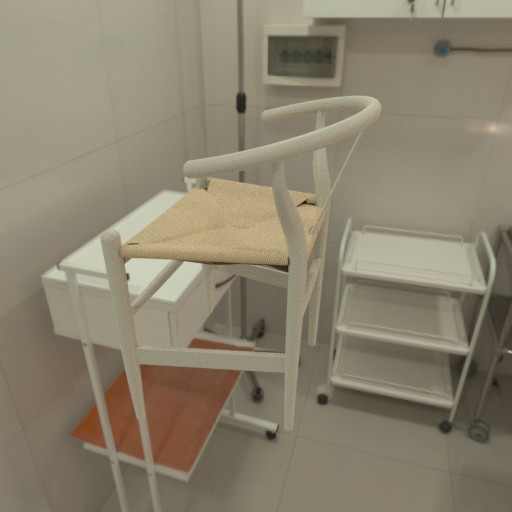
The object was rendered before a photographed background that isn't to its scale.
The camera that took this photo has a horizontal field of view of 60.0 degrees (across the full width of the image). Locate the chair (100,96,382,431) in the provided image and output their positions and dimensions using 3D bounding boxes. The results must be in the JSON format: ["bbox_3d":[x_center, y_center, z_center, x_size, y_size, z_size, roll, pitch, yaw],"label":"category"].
[{"bbox_3d":[0.000,0.000,1.077,0.500,0.736,0.533,8,29,14],"label":"chair"}]
